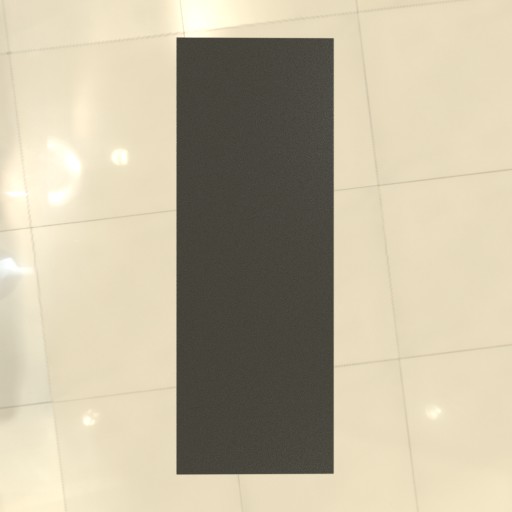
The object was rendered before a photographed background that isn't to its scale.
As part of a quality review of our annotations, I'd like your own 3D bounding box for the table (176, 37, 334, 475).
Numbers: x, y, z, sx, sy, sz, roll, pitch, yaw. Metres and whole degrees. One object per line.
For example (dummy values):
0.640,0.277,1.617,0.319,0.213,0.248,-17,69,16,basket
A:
0.000,0.000,1.459,0.397,0.753,1.068,0,90,-1,table
